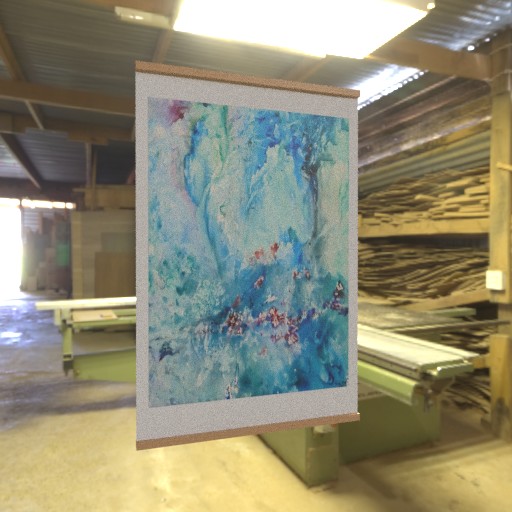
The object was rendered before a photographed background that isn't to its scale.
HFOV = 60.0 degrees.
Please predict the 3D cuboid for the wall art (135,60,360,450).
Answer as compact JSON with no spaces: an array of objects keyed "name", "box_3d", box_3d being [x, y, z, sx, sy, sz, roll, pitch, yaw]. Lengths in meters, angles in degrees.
[{"name":"wall art","box_3d":[0.000,0.000,1.891,0.991,1.510,0.040,0,1,-18]}]
